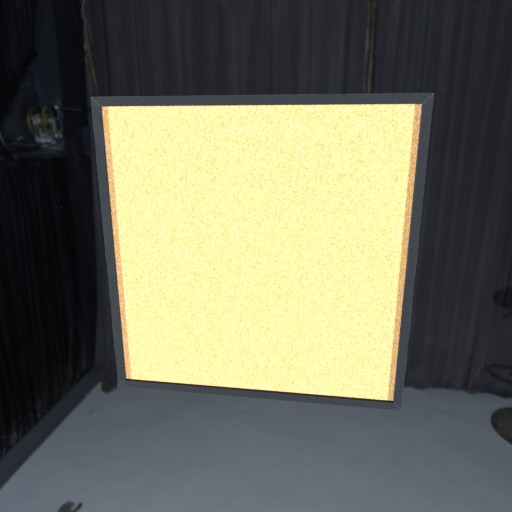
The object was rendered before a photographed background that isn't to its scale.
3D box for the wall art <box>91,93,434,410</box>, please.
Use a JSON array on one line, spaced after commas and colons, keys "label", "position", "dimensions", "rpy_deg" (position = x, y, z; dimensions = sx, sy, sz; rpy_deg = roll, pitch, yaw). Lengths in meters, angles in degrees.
[{"label": "wall art", "position": [0.000, 0.000, 0.450], "dimensions": [0.305, 0.305, 0.037], "rpy_deg": [2, 16, 8]}]
